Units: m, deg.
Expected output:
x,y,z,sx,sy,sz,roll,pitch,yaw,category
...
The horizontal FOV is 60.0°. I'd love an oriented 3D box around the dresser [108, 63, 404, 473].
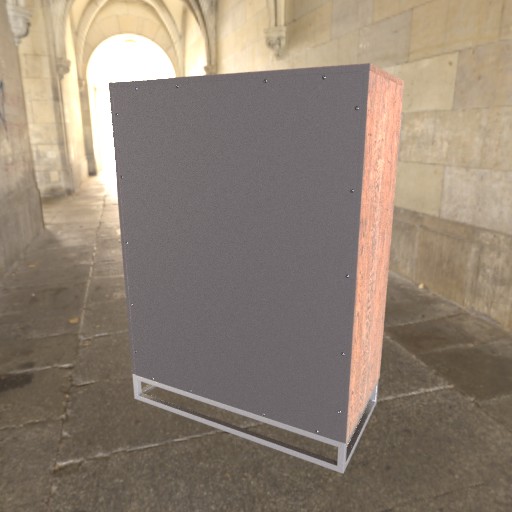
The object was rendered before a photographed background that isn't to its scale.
x,y,z,sx,sy,sz,roll,pitch,yaw,category
0.000,0.000,1.797,0.965,1.321,0.508,8,17,27,dresser
